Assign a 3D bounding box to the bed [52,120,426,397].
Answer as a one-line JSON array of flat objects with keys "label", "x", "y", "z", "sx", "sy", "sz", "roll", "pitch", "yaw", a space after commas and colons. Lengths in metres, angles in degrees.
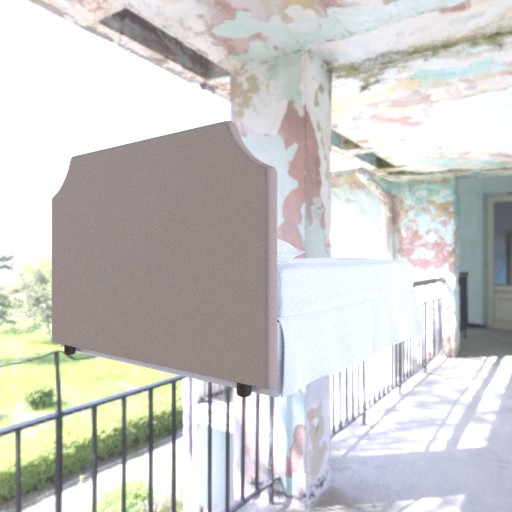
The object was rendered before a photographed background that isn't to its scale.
[{"label": "bed", "x": 0.000, "y": 0.000, "z": 4.143, "sx": 2.350, "sy": 1.590, "sz": 2.773, "roll": 0, "pitch": 0, "yaw": 36}]
